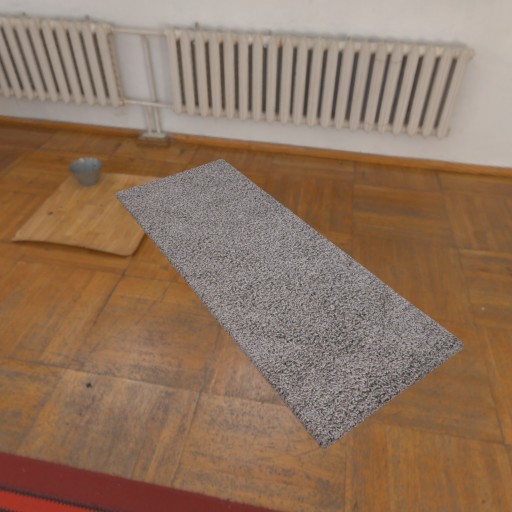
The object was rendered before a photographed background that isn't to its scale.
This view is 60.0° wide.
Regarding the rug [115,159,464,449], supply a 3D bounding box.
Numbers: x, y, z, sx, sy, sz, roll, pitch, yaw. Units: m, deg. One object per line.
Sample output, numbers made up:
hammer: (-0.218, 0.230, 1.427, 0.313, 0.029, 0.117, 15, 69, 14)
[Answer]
rug: (0.000, 0.000, 1.794, 0.609, 0.030, 1.524, -24, 46, -26)
